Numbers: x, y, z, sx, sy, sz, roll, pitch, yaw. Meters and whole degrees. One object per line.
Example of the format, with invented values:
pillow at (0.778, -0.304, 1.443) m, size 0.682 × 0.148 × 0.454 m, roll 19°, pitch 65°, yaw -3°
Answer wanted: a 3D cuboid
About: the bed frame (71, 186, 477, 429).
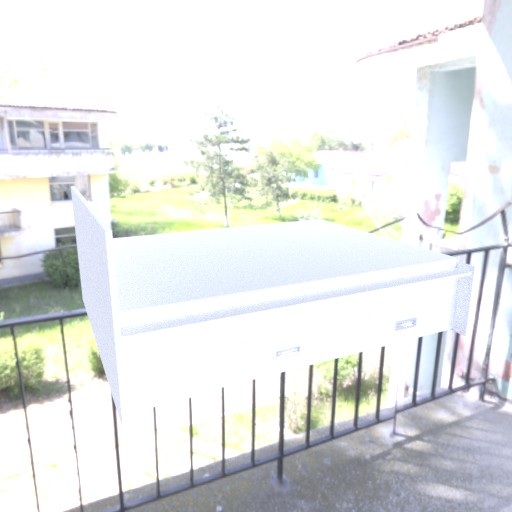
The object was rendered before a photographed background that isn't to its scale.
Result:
bed frame at (0.000, 0.000, 2.767) m, size 1.960 × 0.800 × 1.622 m, roll -7°, pitch 17°, yaw -25°
